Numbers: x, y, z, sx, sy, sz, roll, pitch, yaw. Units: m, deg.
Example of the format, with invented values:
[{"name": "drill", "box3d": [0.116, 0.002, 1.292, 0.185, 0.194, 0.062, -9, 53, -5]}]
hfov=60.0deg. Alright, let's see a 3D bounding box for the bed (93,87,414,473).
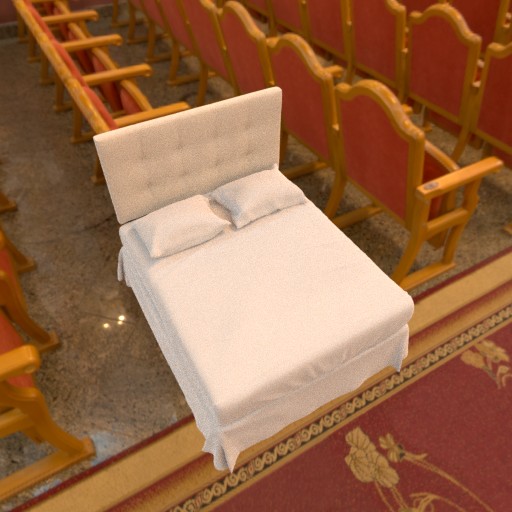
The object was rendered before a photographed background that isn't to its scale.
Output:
[{"name": "bed", "box3d": [0.000, 0.000, 3.518, 1.936, 1.577, 2.222, -23, 51, -20]}]
